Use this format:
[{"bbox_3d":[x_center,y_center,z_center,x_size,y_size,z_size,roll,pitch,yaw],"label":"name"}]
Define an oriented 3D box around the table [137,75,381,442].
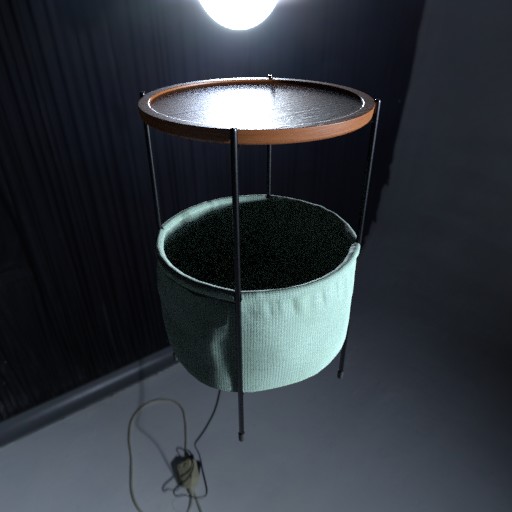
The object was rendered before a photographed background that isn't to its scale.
[{"bbox_3d":[0.000,0.000,0.897,0.400,0.623,0.400,-21,37,-31],"label":"table"}]
